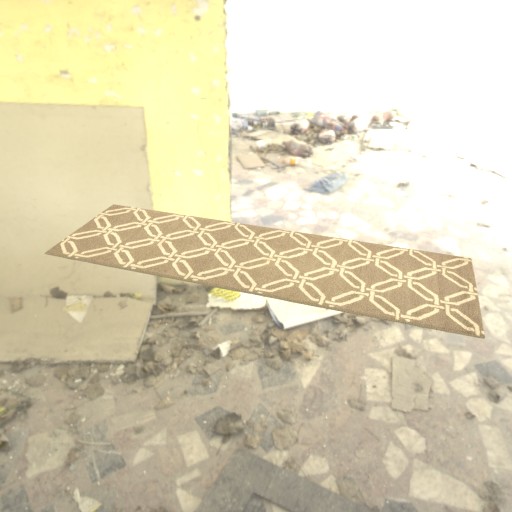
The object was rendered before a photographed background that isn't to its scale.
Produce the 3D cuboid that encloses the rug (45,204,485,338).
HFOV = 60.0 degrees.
[{"bbox_3d":[0.000,0.000,2.463,2.276,0.014,0.678,10,33,15],"label":"rug"}]
